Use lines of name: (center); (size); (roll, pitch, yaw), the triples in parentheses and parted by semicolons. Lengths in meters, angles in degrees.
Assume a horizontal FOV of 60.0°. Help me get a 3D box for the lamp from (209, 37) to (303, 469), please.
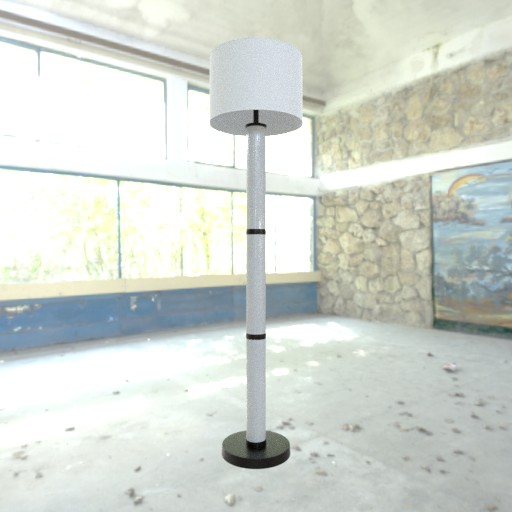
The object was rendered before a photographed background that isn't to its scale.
lamp: (0.000, 0.000, 1.798); (0.377, 1.599, 0.377); (0, 1, -36)
